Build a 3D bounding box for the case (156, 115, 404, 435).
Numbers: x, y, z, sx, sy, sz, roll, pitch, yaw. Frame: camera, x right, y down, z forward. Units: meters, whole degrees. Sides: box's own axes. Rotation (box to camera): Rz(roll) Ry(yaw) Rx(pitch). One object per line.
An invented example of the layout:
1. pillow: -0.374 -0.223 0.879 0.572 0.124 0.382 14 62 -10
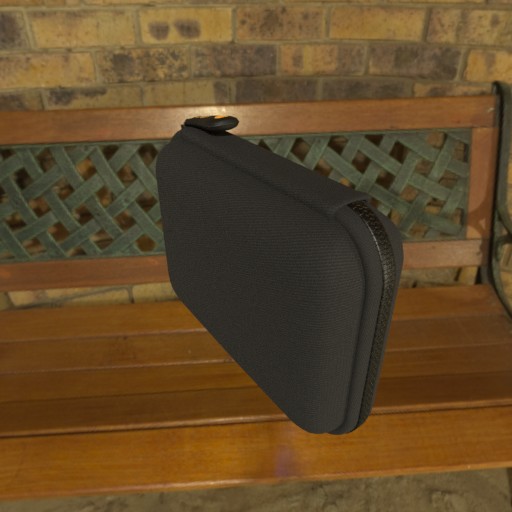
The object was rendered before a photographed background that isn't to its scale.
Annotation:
1. case: 0.000 0.000 0.184 0.038 0.105 0.132 -21 37 -29
